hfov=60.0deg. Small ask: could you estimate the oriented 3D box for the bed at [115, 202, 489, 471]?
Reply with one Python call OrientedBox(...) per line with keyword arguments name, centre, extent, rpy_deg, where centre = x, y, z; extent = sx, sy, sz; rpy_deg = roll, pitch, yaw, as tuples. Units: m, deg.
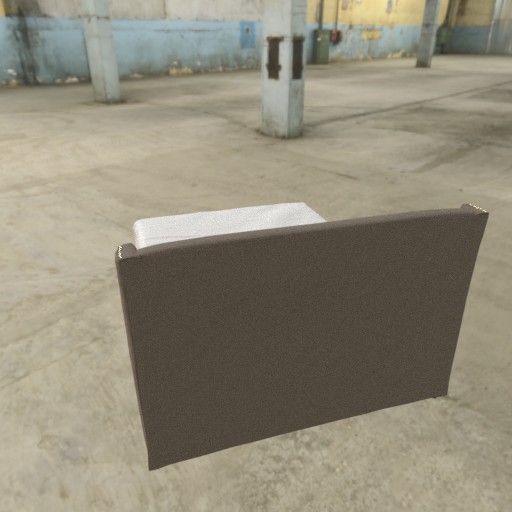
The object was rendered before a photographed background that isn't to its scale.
OrientedBox(name="bed", centre=(0.000, 0.000, 3.330), extent=(1.925, 1.332, 2.276), rpy_deg=(-8, 27, -15))
